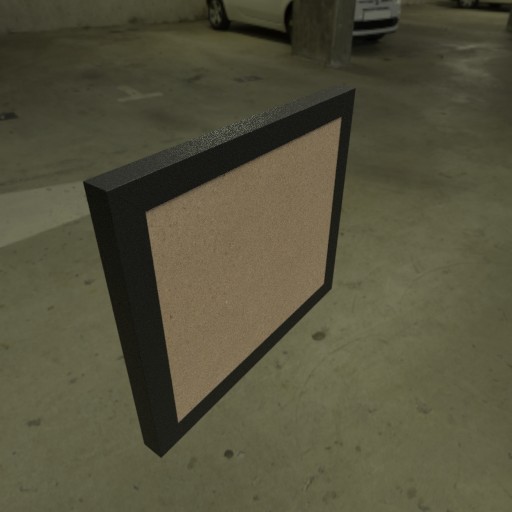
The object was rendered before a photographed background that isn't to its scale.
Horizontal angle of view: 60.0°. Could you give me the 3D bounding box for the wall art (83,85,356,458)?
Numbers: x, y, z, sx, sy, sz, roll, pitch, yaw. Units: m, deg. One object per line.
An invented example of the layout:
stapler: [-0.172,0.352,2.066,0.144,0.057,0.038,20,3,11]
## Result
wall art: [0.000,0.000,0.531,0.028,0.321,0.381,23,40,30]
